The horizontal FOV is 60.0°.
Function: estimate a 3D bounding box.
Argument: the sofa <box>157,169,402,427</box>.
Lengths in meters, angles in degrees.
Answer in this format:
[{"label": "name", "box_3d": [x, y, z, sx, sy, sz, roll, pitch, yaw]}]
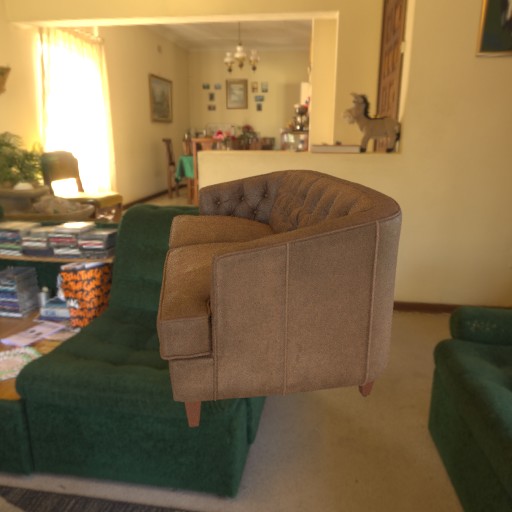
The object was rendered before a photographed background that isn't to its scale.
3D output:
[{"label": "sofa", "box_3d": [0.000, 0.000, 2.294, 0.917, 0.799, 1.767, -2, 16, -8]}]
